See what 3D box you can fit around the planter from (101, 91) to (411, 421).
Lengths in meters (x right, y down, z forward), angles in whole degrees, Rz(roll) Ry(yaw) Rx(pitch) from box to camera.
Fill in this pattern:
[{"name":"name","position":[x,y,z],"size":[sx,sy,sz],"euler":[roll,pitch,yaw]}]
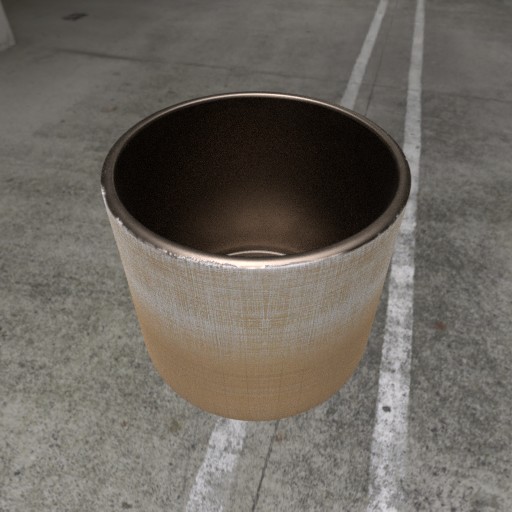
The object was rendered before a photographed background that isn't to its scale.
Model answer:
[{"name":"planter","position":[0.000,0.000,0.387],"size":[0.221,0.201,0.221],"euler":[0,45,0]}]
